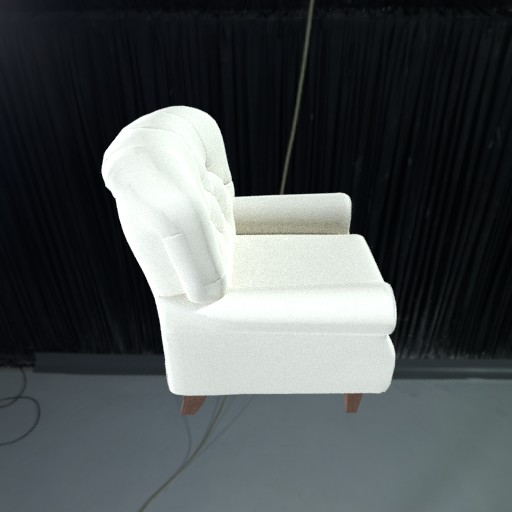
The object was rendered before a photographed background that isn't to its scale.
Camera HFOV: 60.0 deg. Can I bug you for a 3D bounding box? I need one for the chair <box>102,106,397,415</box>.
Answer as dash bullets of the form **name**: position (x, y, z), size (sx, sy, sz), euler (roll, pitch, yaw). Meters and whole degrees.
- **chair**: position (0.000, 0.000, 1.991), size (1.132, 1.169, 1.035), euler (0, 32, -1)
